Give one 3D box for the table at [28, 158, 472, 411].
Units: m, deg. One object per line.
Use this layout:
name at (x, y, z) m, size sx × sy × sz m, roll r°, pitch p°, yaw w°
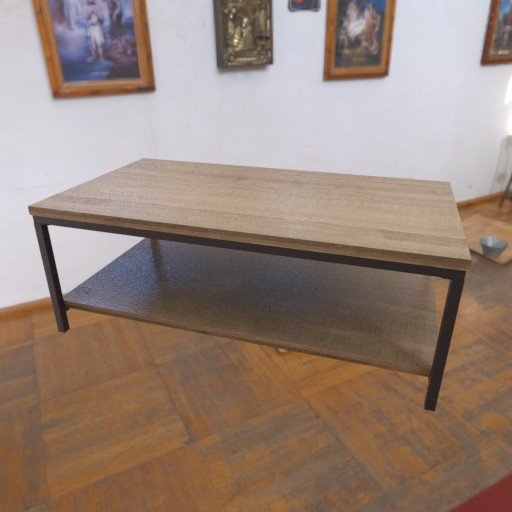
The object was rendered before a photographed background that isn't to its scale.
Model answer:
table at (0.000, 0.000, 1.336) m, size 1.062 × 0.393 × 0.574 m, roll 8°, pitch 26°, yaw 16°
